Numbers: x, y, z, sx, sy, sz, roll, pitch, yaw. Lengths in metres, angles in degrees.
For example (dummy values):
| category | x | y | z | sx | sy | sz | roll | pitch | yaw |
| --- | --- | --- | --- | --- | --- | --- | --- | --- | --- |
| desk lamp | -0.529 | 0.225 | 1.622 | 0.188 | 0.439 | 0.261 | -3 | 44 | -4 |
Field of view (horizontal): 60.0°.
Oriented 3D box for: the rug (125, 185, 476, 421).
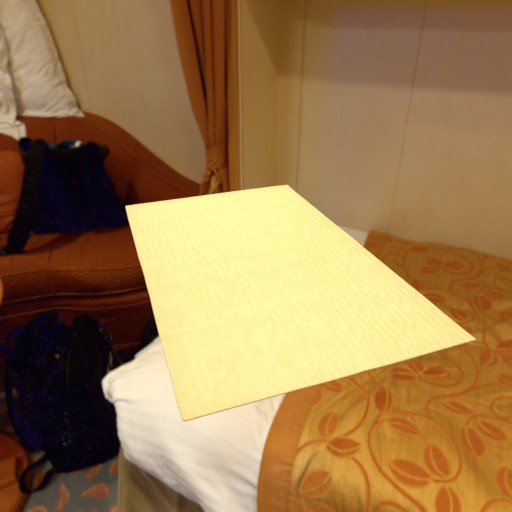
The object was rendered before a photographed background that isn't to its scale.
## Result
| category | x | y | z | sx | sy | sz | roll | pitch | yaw |
| --- | --- | --- | --- | --- | --- | --- | --- | --- | --- |
| rug | 0.000 | 0.000 | 3.052 | 1.531 | 0.014 | 2.441 | -10 | 31 | -17 |
